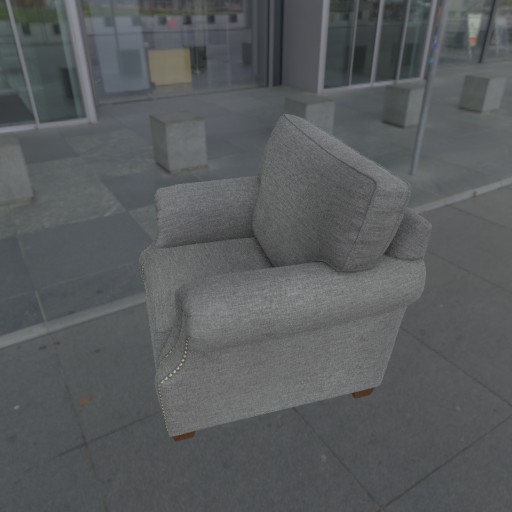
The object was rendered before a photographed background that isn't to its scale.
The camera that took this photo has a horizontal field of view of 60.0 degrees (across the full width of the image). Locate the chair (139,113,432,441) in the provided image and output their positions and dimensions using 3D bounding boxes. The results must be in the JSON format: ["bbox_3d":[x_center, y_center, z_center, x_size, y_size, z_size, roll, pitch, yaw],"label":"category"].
[{"bbox_3d":[0.000,0.000,1.873,0.965,0.961,1.092,-9,31,-14],"label":"chair"}]
